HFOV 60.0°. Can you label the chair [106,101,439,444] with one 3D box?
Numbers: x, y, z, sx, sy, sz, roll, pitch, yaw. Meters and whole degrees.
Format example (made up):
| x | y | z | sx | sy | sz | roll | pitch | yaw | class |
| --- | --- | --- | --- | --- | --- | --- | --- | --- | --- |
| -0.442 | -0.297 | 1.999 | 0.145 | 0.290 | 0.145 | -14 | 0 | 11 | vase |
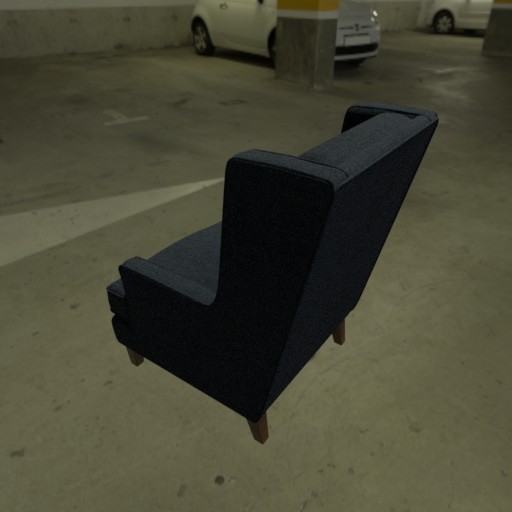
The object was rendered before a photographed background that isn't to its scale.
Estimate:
| x | y | z | sx | sy | sz | roll | pitch | yaw | class |
| --- | --- | --- | --- | --- | --- | --- | --- | --- | --- |
| 0.000 | 0.000 | 1.692 | 0.947 | 1.072 | 0.764 | 20 | 36 | 30 | chair |
